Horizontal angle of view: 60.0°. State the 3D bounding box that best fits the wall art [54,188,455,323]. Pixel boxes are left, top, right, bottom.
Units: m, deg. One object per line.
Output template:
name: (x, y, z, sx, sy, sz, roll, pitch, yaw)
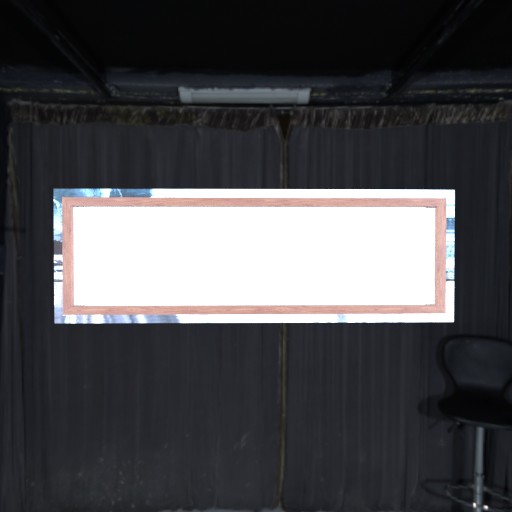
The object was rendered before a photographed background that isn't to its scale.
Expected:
wall art: (0.000, 0.000, 1.706, 1.524, 0.509, 0.037, 0, 1, -1)
